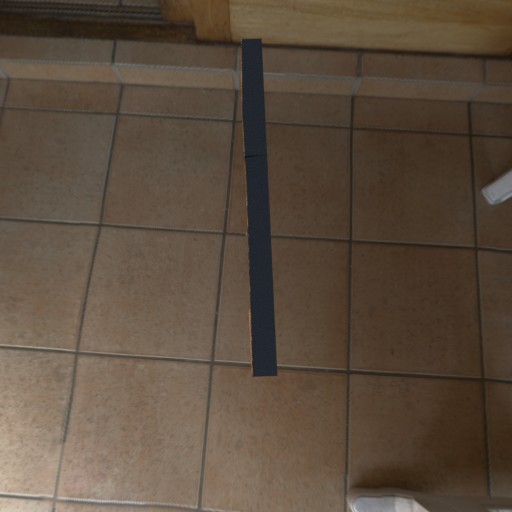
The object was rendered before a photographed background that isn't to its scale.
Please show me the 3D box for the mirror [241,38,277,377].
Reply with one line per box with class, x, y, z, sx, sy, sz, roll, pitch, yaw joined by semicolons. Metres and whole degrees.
mirror;0.000;0.000;1.193;0.044;0.912;0.606;-2;76;-1
